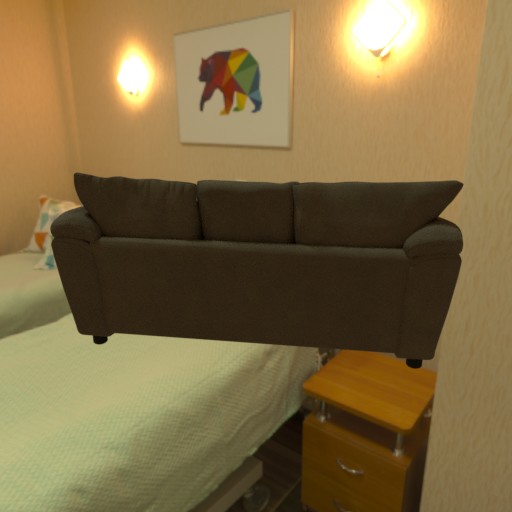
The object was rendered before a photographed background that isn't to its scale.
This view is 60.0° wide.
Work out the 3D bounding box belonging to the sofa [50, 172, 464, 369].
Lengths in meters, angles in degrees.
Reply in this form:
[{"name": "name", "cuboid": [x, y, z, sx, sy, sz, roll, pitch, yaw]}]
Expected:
[{"name": "sofa", "cuboid": [0.000, 0.000, 2.814, 2.336, 1.073, 0.878, 2, 17, 8]}]
